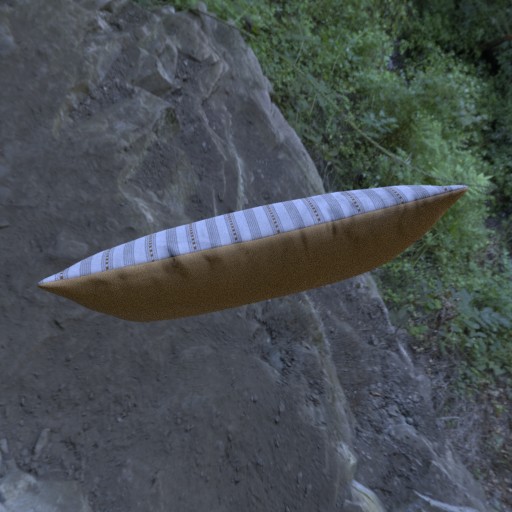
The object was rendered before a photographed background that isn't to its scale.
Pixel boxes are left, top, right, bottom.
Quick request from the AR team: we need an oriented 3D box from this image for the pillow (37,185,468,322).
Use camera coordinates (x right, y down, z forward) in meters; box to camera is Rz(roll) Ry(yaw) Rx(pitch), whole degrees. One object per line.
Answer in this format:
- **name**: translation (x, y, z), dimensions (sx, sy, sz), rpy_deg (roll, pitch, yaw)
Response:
- **pillow**: translation (0.000, 0.000, 0.745), dimensions (0.608, 0.291, 0.151), rpy_deg (-13, 77, -3)
